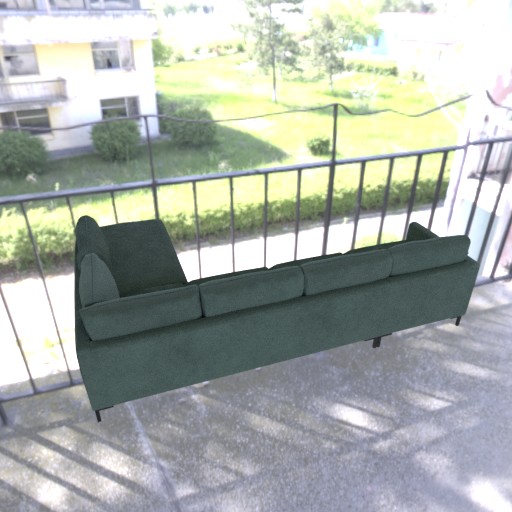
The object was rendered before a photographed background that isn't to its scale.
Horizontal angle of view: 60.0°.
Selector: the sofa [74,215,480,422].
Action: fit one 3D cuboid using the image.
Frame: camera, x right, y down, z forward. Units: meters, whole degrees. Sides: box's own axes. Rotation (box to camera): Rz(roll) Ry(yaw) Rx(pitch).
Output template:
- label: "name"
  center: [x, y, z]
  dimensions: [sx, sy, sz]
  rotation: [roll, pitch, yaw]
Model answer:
- label: "sofa"
  center: [0.000, 0.000, 3.236]
  dimensions: [2.486, 0.687, 1.707]
  rotation: [-10, 32, -17]
